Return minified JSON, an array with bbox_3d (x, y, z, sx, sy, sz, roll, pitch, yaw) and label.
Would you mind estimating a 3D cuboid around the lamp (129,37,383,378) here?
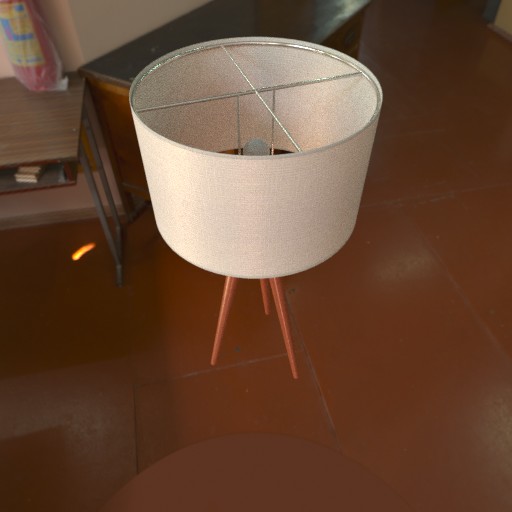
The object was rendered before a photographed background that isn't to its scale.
[{"bbox_3d":[0.000,0.000,0.888,0.355,0.709,0.354,16,49,14],"label":"lamp"}]
